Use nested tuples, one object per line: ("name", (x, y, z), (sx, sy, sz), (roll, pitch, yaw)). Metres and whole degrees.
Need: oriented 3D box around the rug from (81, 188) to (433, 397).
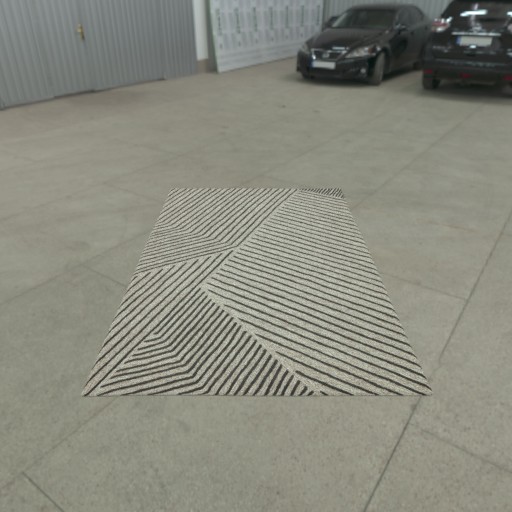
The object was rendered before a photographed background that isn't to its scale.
("rug", (0.000, 0.000, 2.961), (1.539, 0.023, 2.406), (0, 30, 0))
